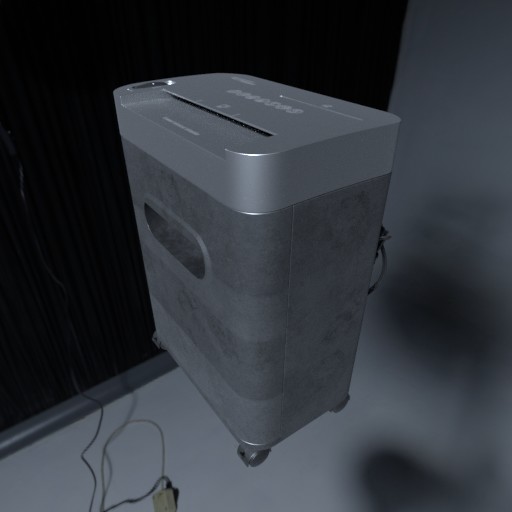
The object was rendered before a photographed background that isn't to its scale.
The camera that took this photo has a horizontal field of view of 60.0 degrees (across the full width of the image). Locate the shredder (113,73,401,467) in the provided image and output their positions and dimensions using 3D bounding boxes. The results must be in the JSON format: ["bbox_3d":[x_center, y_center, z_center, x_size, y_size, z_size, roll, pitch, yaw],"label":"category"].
[{"bbox_3d":[0.000,0.000,0.600,0.237,0.419,0.311,-21,38,-29],"label":"shredder"}]
